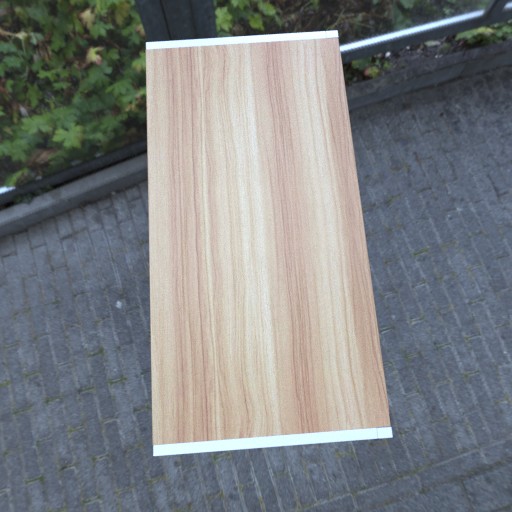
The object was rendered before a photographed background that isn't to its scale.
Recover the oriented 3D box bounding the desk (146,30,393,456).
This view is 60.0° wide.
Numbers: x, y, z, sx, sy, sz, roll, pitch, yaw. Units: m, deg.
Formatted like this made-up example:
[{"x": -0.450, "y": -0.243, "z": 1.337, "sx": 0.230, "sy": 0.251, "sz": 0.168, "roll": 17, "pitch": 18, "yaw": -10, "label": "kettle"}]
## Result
[{"x": 0.000, "y": 0.000, "z": 1.421, "sx": 0.508, "sy": 0.762, "sz": 1.016, "roll": -4, "pitch": 77, "yaw": -1, "label": "desk"}]
